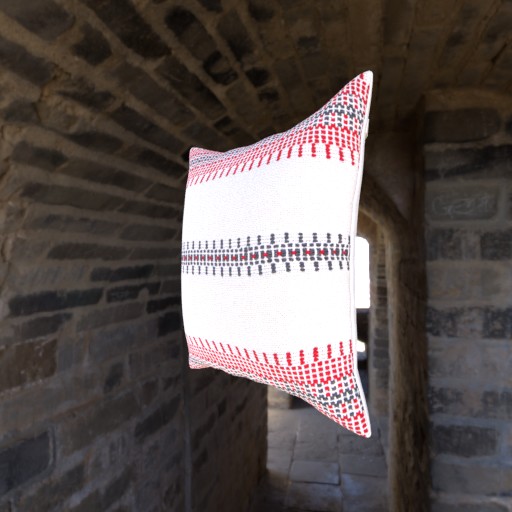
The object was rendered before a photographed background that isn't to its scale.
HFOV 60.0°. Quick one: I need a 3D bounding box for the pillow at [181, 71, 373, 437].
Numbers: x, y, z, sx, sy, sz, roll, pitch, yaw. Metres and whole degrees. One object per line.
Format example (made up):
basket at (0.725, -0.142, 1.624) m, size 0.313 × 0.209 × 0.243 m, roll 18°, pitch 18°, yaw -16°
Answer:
pillow at (0.000, 0.000, 0.727) m, size 0.160 × 0.454 × 0.463 m, roll 1°, pitch -1°, yaw -37°
